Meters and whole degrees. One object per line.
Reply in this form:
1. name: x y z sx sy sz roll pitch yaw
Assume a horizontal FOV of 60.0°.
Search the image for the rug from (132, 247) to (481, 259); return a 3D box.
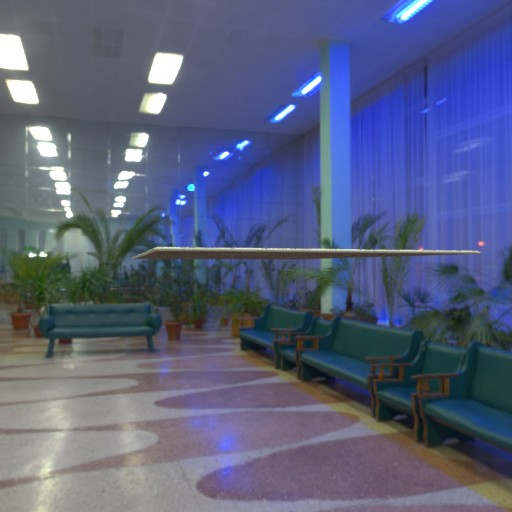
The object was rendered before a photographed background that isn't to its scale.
1. rug: 0.000 0.000 3.549 1.819 0.018 2.746 0 -1 -18
